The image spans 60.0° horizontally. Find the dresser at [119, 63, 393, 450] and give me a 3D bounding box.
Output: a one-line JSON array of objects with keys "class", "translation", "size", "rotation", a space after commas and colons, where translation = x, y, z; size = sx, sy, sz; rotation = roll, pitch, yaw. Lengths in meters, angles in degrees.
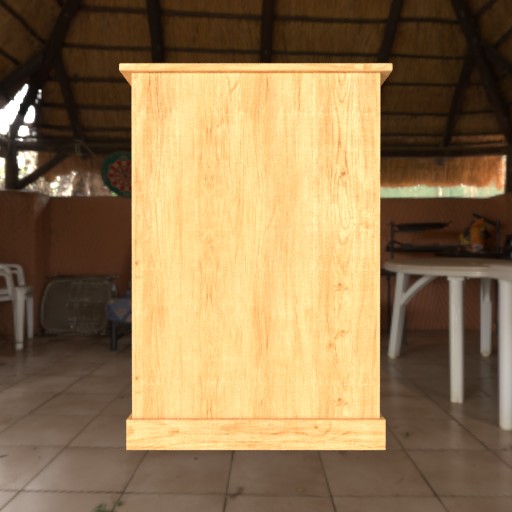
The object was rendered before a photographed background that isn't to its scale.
[{"class": "dresser", "translation": [0.000, 0.000, 1.728], "size": [0.915, 1.300, 0.485], "rotation": [0, 0, 0]}]
